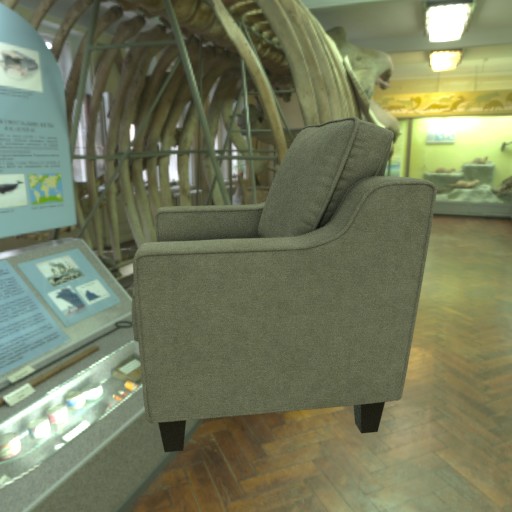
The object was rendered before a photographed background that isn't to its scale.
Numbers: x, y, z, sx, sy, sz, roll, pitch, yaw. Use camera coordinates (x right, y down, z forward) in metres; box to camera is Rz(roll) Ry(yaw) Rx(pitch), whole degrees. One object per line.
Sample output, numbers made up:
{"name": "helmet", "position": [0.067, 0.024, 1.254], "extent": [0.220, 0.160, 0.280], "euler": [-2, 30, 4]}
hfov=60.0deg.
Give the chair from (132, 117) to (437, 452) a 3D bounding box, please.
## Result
{"name": "chair", "position": [0.000, 0.000, 1.617], "extent": [0.840, 0.944, 0.926], "euler": [-2, 14, -8]}
